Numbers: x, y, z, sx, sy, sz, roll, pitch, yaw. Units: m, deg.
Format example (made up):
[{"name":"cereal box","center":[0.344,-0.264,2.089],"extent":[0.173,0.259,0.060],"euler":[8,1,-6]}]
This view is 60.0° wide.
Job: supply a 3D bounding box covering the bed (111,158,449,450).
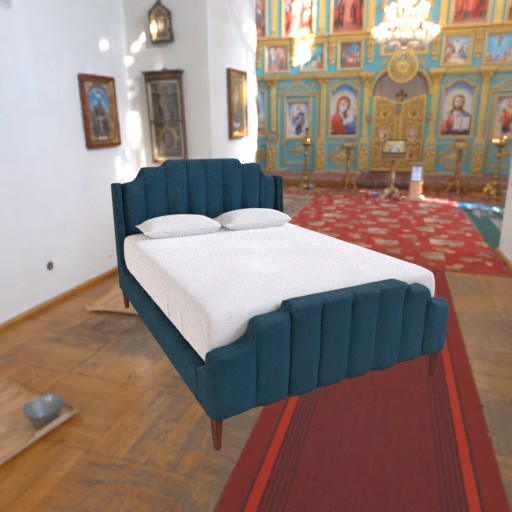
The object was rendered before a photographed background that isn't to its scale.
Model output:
[{"name":"bed","center":[0.000,0.000,3.397],"extent":[1.676,1.351,2.322],"euler":[-8,17,-27]}]
